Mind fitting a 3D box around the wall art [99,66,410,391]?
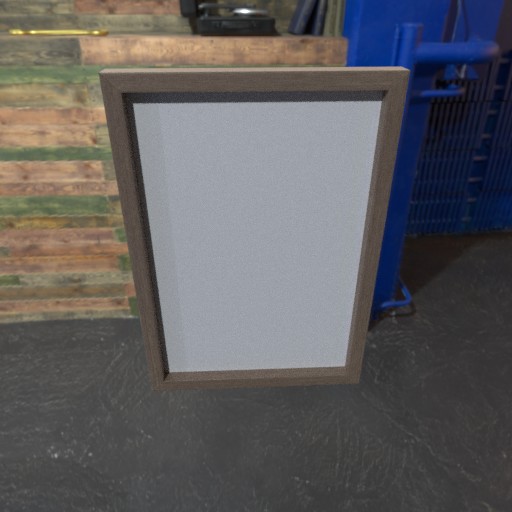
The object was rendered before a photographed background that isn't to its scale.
[{"bbox_3d":[0.000,0.000,0.651,0.358,0.510,0.032,-1,31,-2],"label":"wall art"}]
